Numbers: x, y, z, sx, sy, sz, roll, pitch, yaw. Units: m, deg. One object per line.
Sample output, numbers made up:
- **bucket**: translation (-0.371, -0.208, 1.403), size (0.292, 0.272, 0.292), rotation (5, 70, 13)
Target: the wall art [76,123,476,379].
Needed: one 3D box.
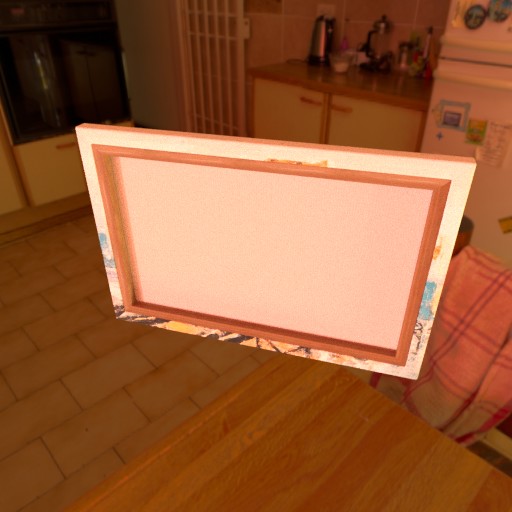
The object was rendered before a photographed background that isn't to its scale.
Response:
- **wall art**: translation (0.000, 0.000, 1.154), size (0.913, 0.609, 0.038), rotation (9, 33, 14)
